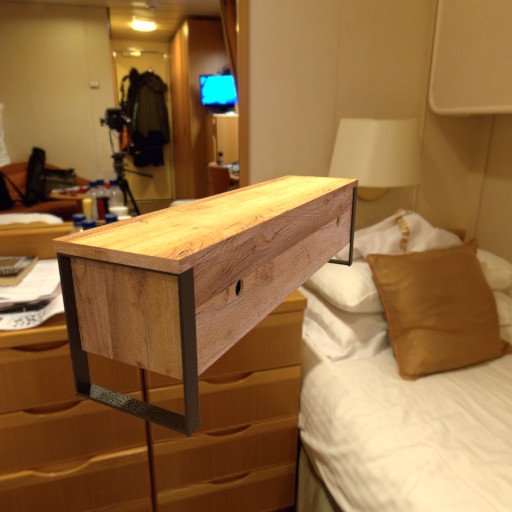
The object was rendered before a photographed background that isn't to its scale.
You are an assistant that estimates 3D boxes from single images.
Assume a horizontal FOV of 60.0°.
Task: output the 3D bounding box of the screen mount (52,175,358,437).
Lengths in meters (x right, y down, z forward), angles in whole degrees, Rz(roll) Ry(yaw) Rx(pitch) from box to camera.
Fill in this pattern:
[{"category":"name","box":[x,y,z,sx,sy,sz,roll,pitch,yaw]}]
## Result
[{"category":"screen mount","box":[0.000,0.000,1.731,0.395,0.450,1.524,8,19,25]}]
